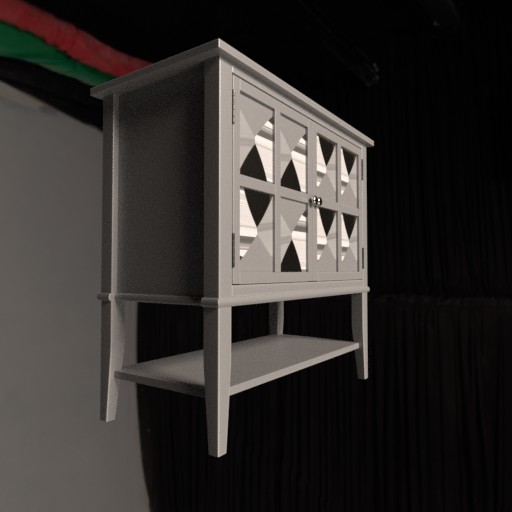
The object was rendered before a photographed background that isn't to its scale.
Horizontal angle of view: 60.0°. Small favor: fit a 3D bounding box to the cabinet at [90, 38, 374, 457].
[{"bbox_3d":[0.000,0.000,1.250,0.396,0.780,0.801,-1,-2,35],"label":"cabinet"}]
